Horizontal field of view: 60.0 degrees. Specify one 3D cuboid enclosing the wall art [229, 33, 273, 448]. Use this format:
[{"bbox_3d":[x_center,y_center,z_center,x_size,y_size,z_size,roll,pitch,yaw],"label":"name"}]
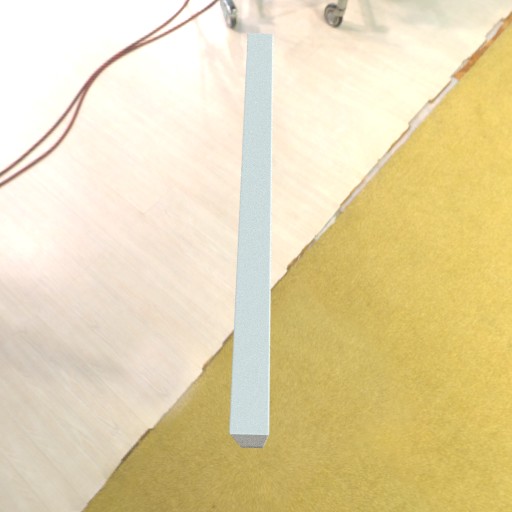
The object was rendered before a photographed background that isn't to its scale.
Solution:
[{"bbox_3d":[0.000,0.000,0.781,0.042,0.414,0.608,1,65,1],"label":"wall art"}]
